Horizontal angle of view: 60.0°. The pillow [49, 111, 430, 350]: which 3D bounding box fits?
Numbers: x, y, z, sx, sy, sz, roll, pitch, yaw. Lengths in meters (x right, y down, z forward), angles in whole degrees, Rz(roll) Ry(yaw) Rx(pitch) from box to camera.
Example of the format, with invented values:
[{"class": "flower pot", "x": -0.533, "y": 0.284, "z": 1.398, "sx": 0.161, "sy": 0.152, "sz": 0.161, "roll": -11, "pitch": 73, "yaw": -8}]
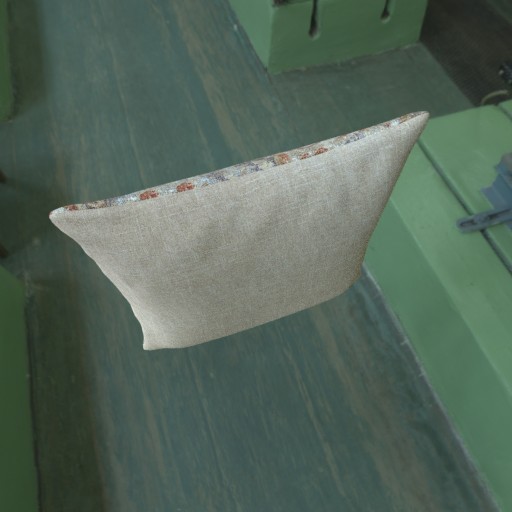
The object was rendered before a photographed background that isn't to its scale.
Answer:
[{"class": "pillow", "x": 0.000, "y": 0.000, "z": 0.785, "sx": 0.523, "sy": 0.506, "sz": 0.166, "roll": -17, "pitch": 61, "yaw": -10}]
